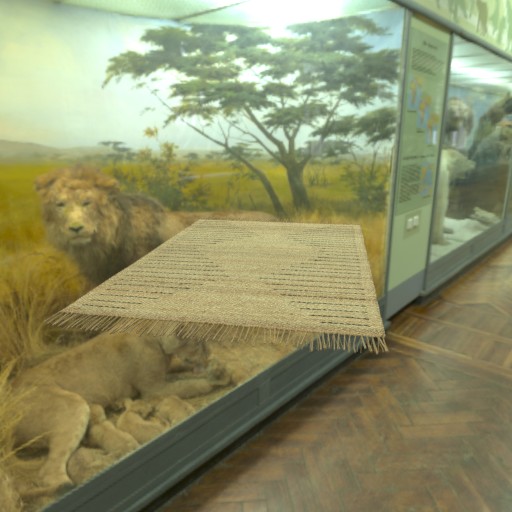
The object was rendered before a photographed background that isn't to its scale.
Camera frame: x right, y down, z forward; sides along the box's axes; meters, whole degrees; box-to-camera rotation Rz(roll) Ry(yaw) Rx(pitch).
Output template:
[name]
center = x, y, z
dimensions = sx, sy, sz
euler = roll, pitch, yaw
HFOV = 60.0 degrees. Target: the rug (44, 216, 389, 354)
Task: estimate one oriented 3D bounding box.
[rug]
center = 0.000, 0.000, 2.466
dimensions = 1.224, 0.027, 2.085
euler = 3, 16, 10
